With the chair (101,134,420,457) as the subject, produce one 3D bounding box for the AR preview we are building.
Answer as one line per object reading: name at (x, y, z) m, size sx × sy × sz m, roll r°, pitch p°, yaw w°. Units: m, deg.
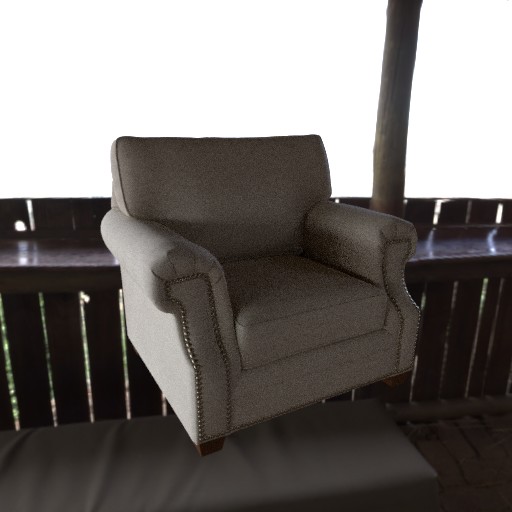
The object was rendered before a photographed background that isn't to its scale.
chair at (0.000, 0.000, 1.824) m, size 1.092 × 0.961 × 0.965 m, roll -9°, pitch 18°, yaw -28°
